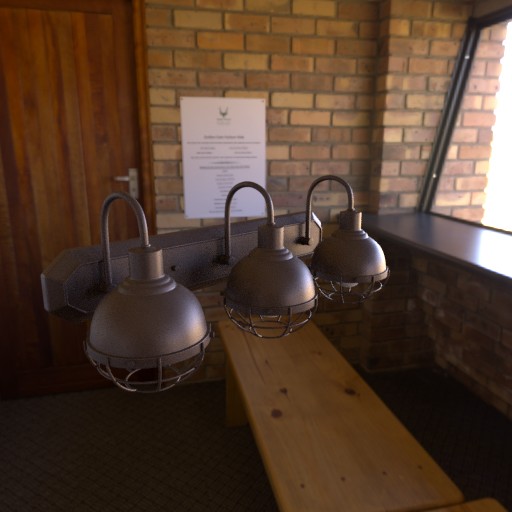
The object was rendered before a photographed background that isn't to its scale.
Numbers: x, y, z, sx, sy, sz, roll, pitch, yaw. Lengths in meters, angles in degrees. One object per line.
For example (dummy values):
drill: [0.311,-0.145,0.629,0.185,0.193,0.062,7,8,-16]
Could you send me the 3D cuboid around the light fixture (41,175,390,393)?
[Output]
light fixture: [0.000,0.000,0.767,0.229,0.254,0.634,13,19,43]
